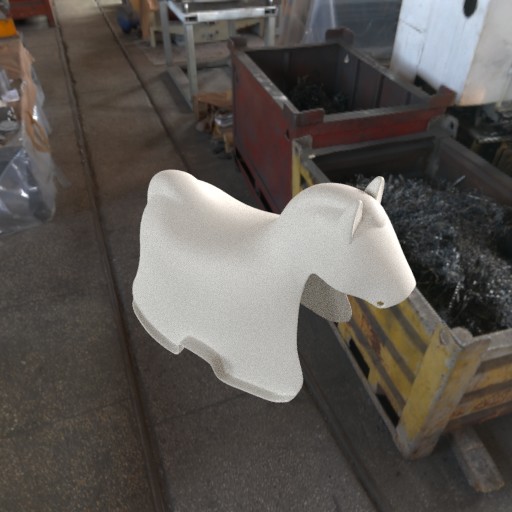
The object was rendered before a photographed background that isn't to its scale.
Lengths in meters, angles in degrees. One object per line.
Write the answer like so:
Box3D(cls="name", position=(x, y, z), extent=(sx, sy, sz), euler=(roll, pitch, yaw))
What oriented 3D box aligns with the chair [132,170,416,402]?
Box3D(cls="chair", position=(0.000, 0.000, 1.165), extent=(0.800, 0.612, 0.429), euler=(25, 47, 26))
